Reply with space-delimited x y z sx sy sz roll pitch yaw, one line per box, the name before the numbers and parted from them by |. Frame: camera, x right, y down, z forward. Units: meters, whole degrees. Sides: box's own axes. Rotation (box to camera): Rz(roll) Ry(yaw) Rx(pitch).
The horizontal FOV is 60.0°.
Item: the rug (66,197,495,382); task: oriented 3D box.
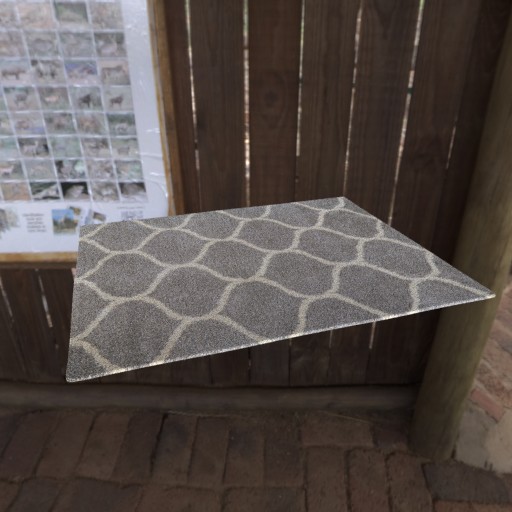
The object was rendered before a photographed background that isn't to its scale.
rug | 0.000 0.000 3.898 3.000 0.026 2.399 -8 27 -16
